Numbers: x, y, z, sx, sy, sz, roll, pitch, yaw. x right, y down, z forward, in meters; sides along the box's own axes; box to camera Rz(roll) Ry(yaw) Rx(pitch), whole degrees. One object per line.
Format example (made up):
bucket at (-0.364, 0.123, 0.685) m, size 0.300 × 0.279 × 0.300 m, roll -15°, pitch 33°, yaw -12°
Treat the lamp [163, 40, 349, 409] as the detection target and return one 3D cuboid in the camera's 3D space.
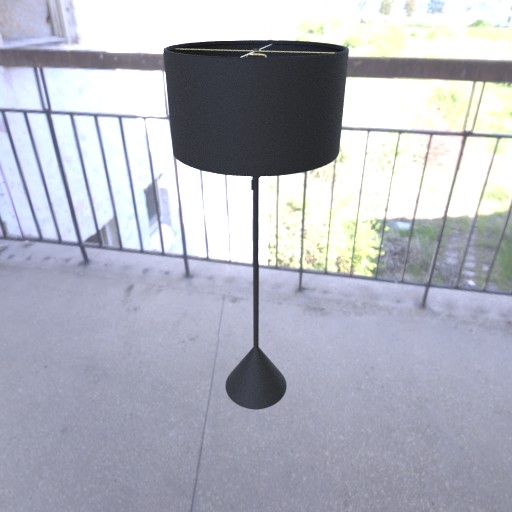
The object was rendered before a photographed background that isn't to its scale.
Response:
lamp at (0.000, 0.000, 1.782) m, size 0.580 × 1.526 × 0.580 m, roll 7°, pitch 31°, yaw 12°
